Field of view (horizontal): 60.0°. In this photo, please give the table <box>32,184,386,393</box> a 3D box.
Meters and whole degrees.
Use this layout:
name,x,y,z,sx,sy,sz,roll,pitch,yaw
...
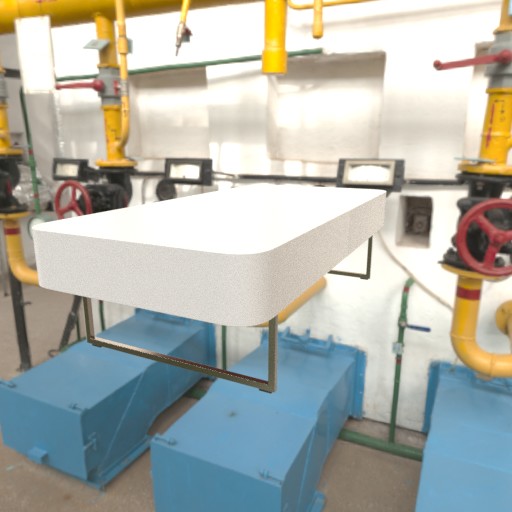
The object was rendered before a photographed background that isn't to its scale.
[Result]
name,x,y,z,sx,sy,sz,roll,pitch,yaw
table,0.000,0.000,1.432,0.600,0.340,1.200,7,16,26
